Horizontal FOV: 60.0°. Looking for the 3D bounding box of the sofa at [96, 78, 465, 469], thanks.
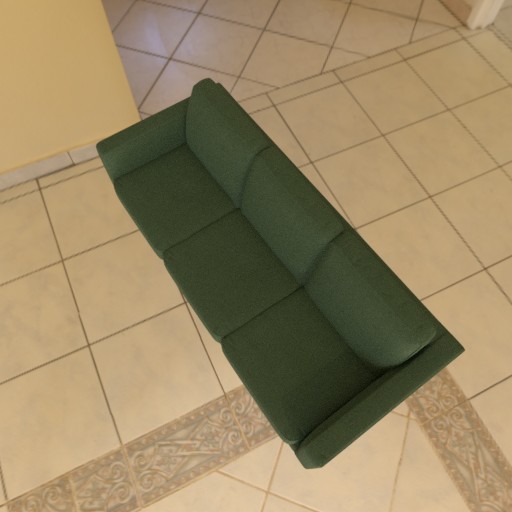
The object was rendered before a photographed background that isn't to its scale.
[{"bbox_3d":[0.000,0.000,2.436,0.879,0.899,2.029,-32,68,-15],"label":"sofa"}]
